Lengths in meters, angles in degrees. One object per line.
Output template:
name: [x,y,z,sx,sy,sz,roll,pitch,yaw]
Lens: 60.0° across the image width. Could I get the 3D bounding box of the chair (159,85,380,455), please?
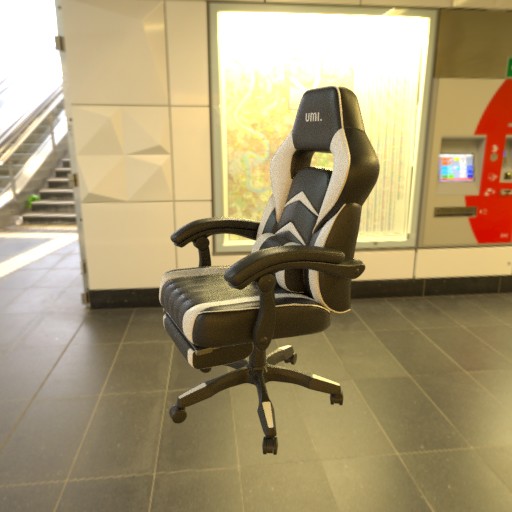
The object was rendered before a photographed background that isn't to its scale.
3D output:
chair: [0.000,0.000,1.640,0.700,1.200,0.676,-7,16,-25]
